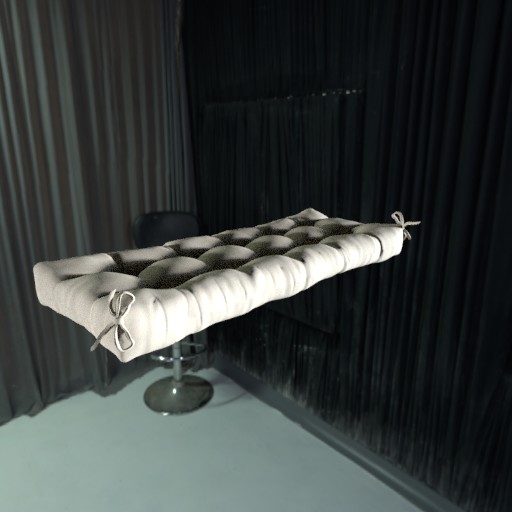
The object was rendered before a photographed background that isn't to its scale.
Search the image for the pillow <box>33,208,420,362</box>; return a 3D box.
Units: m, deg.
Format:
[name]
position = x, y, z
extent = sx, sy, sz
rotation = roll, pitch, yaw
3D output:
[pillow]
position = 0.000, 0.000, 1.330
extent = 0.511, 0.174, 1.194
rotation = 16, 23, 43
